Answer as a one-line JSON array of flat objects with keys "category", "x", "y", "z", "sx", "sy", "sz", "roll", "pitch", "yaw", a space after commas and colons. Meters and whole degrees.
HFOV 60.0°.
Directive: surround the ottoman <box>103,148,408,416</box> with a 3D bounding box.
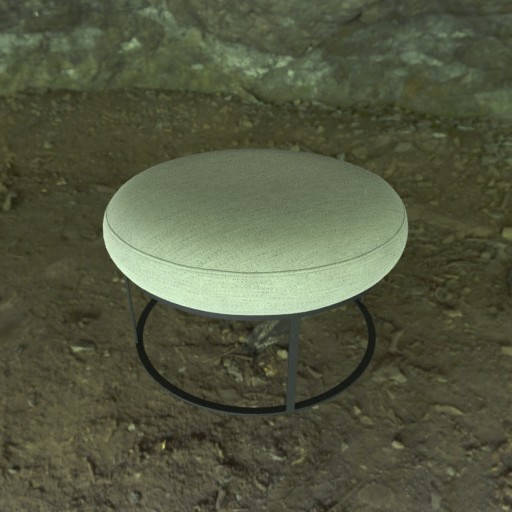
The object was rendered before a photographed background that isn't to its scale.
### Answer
[{"category": "ottoman", "x": 0.000, "y": 0.000, "z": 1.228, "sx": 0.769, "sy": 0.459, "sz": 0.769, "roll": 0, "pitch": 30, "yaw": 0}]
